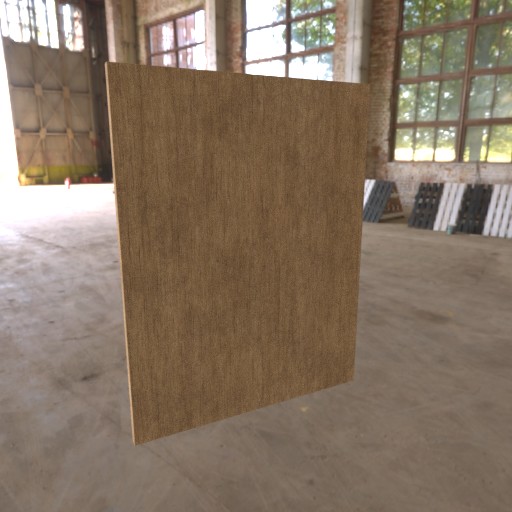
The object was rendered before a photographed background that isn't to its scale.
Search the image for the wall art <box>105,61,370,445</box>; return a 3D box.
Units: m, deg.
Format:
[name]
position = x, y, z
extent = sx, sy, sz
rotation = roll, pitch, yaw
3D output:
[wall art]
position = 0.000, 0.000, 0.898
extent = 0.534, 0.686, 0.018
rotation = -7, 15, -27
